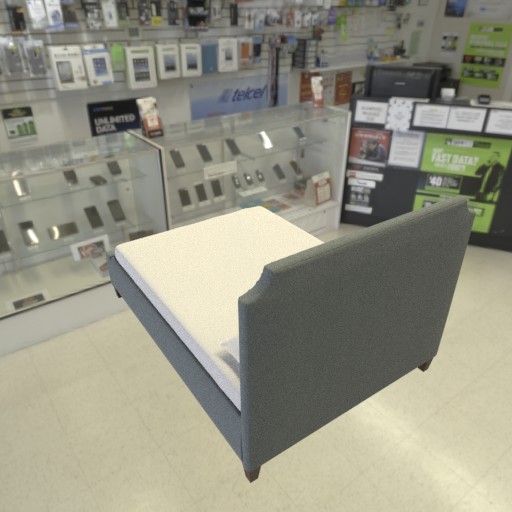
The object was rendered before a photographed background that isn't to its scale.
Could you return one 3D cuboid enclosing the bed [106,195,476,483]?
[{"bbox_3d":[0.000,0.000,3.420,1.712,1.443,2.372,-19,35,-29],"label":"bed"}]
